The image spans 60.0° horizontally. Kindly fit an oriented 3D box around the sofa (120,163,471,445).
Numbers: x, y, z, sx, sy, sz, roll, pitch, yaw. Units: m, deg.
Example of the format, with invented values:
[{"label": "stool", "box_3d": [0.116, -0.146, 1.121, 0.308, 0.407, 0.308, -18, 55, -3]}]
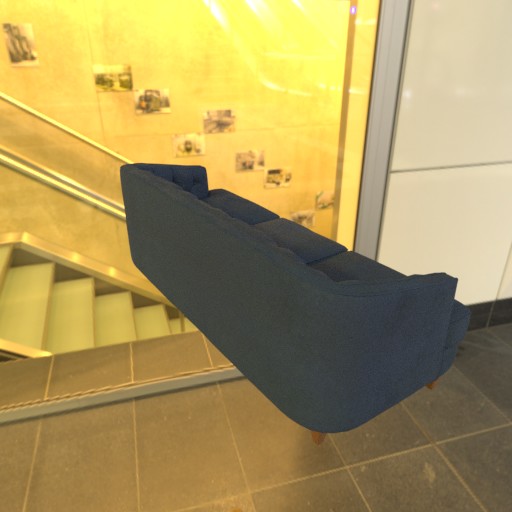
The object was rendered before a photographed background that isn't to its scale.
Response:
[{"label": "sofa", "box_3d": [0.000, 0.000, 2.674, 0.941, 0.855, 2.278, -18, 31, -31]}]
